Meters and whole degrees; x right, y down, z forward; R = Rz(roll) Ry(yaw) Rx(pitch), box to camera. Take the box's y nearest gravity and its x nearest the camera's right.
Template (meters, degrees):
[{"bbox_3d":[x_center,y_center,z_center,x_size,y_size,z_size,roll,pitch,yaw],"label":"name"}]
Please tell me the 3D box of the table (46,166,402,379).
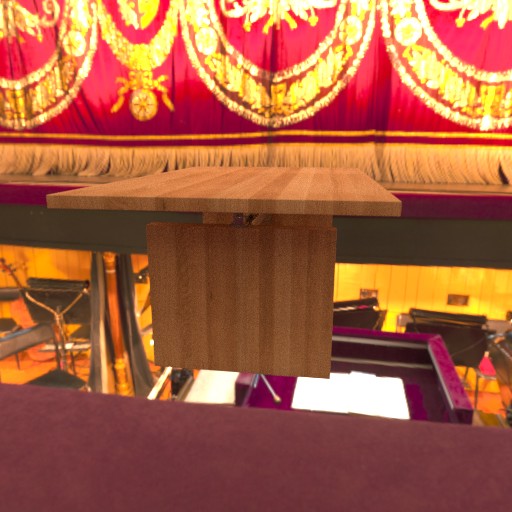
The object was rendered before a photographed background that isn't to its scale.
[{"bbox_3d":[0.000,0.000,1.442,0.700,0.510,1.100,2,15,8],"label":"table"}]
